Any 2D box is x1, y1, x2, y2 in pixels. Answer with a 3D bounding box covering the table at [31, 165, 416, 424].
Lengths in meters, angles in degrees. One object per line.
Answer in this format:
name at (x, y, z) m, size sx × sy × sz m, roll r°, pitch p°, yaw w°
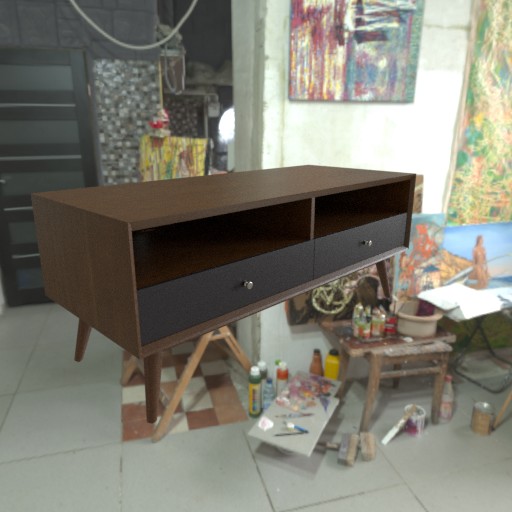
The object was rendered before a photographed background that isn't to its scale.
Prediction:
table at (0.000, 0.000, 1.398) m, size 0.490 × 0.464 × 1.119 m, roll 16°, pitch 23°, yaw 43°
